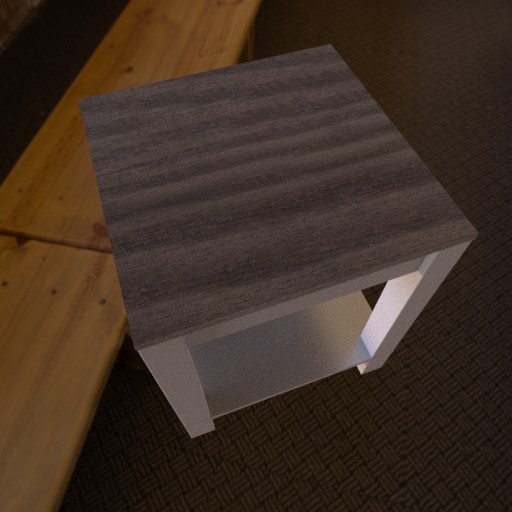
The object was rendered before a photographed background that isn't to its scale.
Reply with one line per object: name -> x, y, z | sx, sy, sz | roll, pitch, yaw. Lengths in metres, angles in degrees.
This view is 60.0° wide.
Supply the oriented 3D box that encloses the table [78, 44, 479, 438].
table -> 0.000, 0.000, 0.972 | 0.506, 0.587, 0.504 | -17, 59, -11
